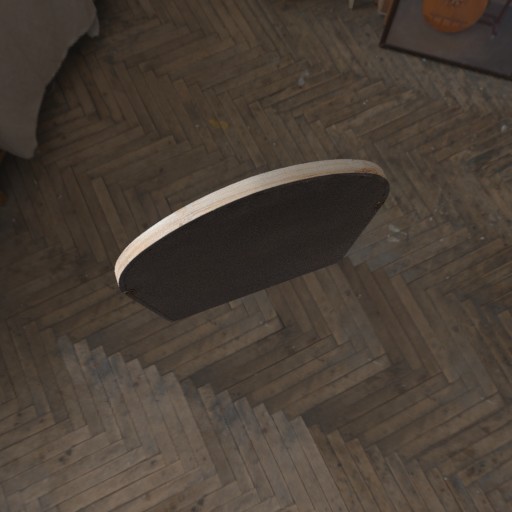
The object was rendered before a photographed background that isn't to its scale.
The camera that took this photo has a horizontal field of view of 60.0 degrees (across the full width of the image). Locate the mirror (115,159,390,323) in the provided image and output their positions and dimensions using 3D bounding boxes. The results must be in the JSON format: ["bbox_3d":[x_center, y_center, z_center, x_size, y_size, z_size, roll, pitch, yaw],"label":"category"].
[{"bbox_3d":[0.000,0.000,1.184,0.660,0.920,0.032,-20,76,-5],"label":"mirror"}]
